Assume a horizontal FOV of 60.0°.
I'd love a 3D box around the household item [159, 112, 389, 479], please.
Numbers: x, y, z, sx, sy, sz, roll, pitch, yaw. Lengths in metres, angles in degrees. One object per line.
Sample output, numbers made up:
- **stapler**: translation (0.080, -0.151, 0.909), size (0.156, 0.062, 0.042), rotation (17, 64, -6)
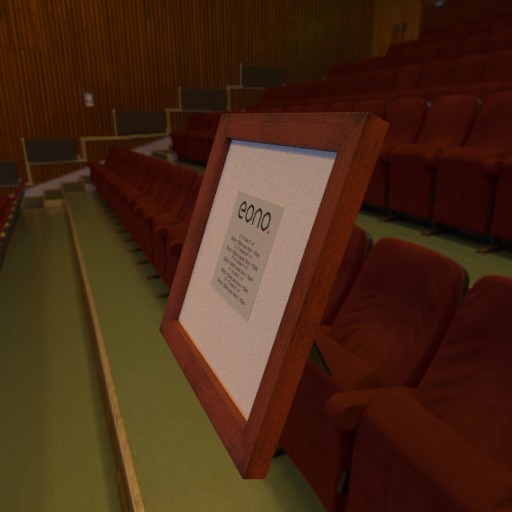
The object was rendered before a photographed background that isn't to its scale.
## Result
- **household item**: translation (0.000, 0.000, 0.392), size (0.131, 0.240, 0.240), rotation (-8, 19, -24)
